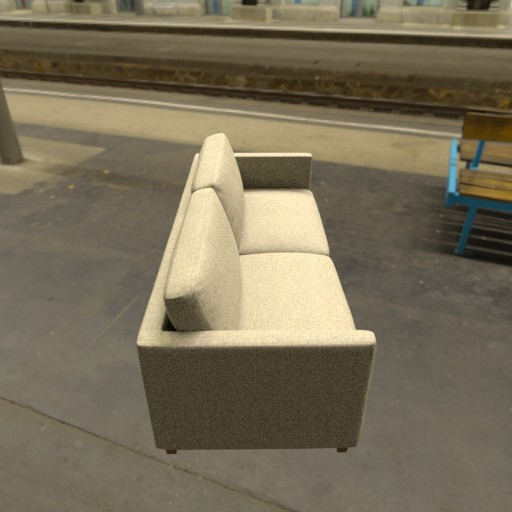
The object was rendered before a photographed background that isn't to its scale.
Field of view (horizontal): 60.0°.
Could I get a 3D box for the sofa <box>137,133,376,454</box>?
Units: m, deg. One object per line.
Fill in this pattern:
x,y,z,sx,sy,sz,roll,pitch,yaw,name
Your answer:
0.000,0.000,2.729,0.956,0.960,2.208,0,32,-1,sofa
